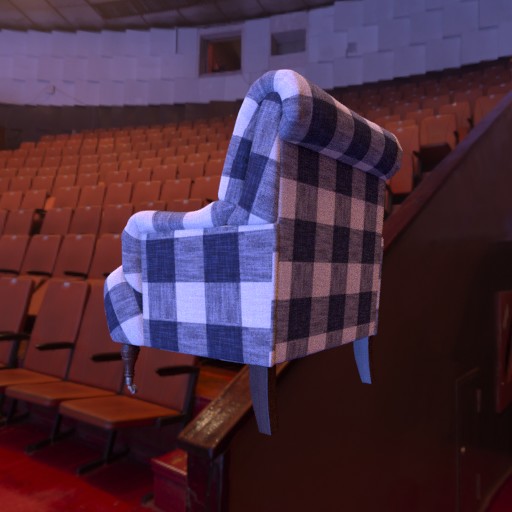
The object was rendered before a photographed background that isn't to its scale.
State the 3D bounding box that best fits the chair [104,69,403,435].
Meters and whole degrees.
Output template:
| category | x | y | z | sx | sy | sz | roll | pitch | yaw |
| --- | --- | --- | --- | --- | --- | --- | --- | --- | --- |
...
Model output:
| category | x | y | z | sx | sy | sz | roll | pitch | yaw |
| --- | --- | --- | --- | --- | --- | --- | --- | --- | --- |
| chair | 0.000 | 0.000 | 1.619 | 0.848 | 0.953 | 0.781 | -1 | -2 | 38 |
